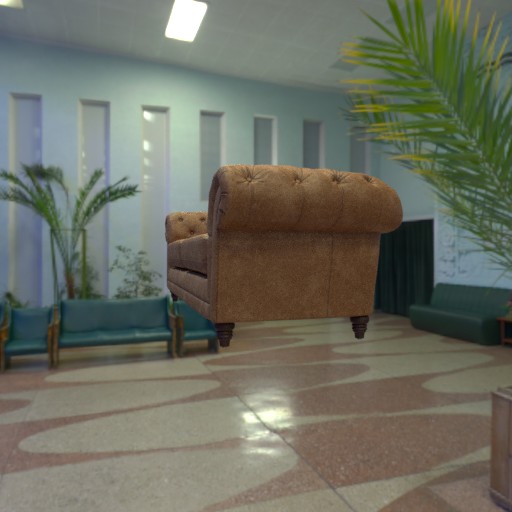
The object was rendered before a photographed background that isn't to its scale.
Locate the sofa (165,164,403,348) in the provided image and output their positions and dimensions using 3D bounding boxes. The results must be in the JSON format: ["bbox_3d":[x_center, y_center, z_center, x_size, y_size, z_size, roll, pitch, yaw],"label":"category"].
[{"bbox_3d":[0.000,0.000,2.873,0.989,0.760,2.365,0,0,-17],"label":"sofa"}]
